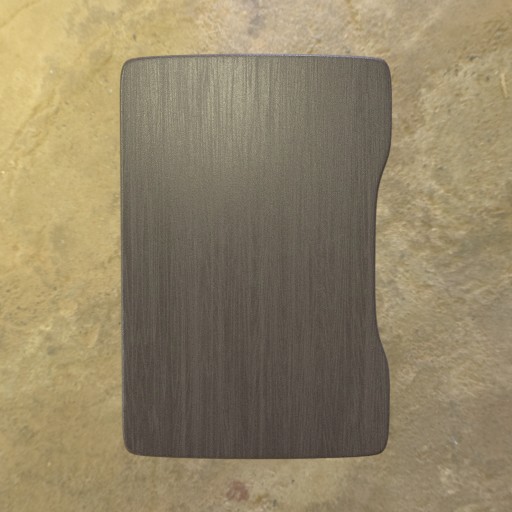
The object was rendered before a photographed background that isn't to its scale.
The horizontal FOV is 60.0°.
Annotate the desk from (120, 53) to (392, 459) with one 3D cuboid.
[{"bbox_3d":[0.000,0.000,1.122,0.546,0.470,0.820,0,91,0],"label":"desk"}]
